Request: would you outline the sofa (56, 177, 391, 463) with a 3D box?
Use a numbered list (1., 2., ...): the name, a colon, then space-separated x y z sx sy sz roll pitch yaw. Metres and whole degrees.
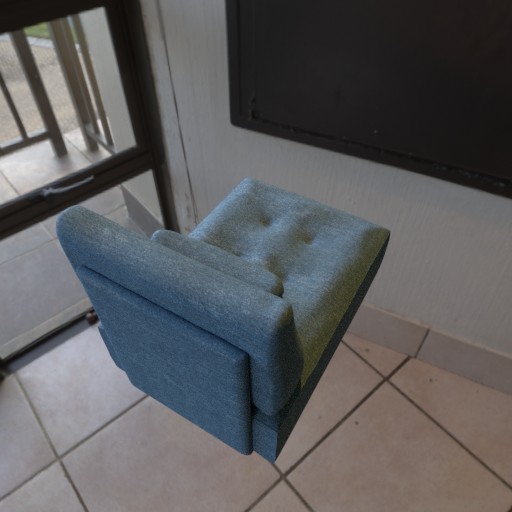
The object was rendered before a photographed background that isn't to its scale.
1. sofa: 0.000 0.000 1.556 0.700 0.820 1.000 24 52 20
